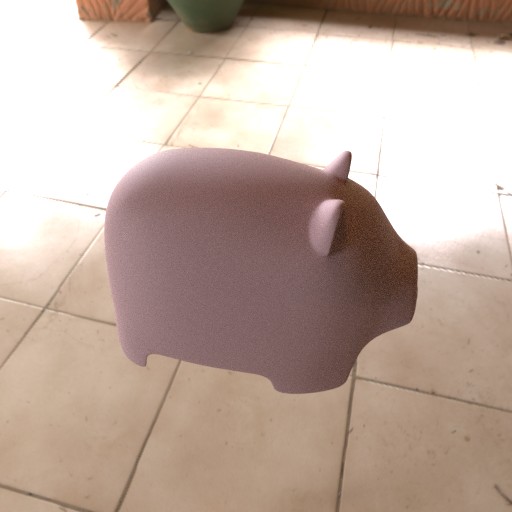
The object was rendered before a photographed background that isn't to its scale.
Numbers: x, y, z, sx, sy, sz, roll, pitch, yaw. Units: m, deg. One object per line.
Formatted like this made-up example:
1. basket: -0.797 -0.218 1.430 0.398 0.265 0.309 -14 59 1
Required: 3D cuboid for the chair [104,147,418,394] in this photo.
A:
1. chair: 0.000 0.000 0.867 0.619 0.423 0.364 10 47 9
